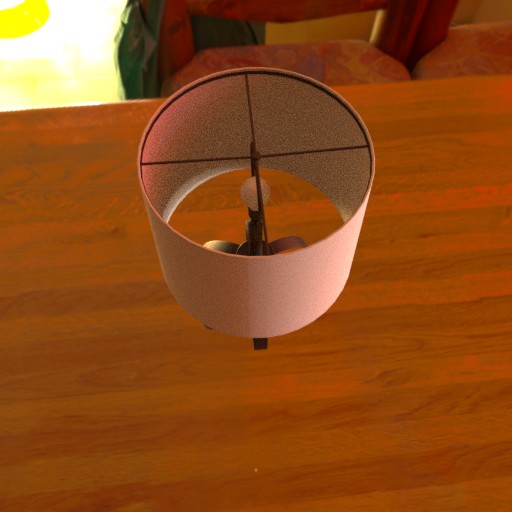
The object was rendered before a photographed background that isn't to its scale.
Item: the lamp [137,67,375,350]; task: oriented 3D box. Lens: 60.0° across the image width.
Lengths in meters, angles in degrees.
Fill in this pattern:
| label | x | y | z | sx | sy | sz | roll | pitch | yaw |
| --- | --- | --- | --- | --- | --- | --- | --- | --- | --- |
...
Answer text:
| label | x | y | z | sx | sy | sz | roll | pitch | yaw |
| --- | --- | --- | --- | --- | --- | --- | --- | --- | --- |
| lamp | 0.000 | 0.000 | 0.701 | 0.286 | 0.510 | 0.286 | 0 | 64 | 0 |
